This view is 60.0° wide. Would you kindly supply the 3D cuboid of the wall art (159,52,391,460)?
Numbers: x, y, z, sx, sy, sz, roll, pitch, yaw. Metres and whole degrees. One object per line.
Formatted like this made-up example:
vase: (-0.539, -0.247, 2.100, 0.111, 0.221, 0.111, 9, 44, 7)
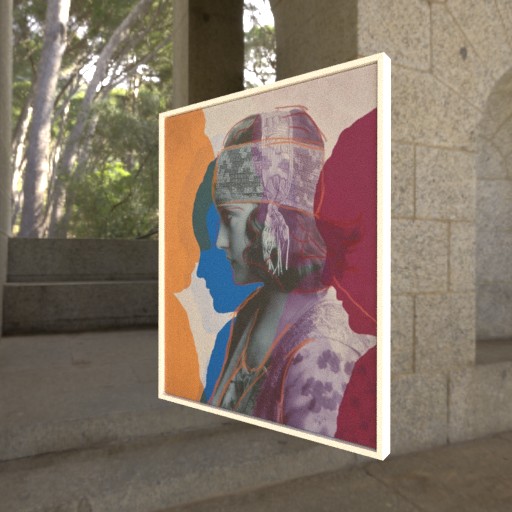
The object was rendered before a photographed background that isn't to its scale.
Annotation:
wall art: (0.000, 0.000, 0.737, 0.443, 0.549, 0.030, 0, 0, 36)
